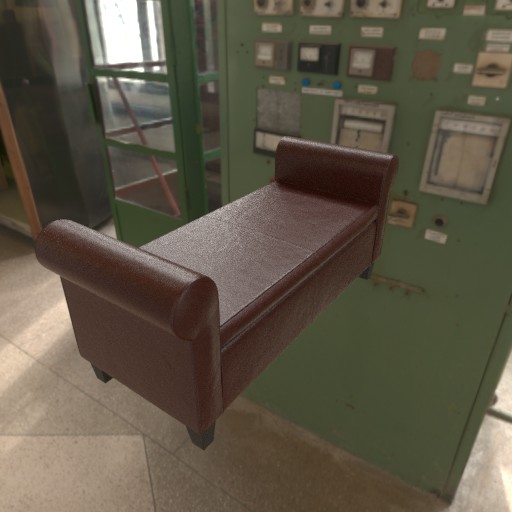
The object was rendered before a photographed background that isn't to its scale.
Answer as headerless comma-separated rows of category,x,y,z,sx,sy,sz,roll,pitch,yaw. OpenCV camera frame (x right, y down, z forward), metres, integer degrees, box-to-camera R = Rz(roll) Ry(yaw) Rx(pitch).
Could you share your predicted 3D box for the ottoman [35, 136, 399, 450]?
ottoman,0.000,0.000,1.560,0.521,0.547,1.256,19,34,31
